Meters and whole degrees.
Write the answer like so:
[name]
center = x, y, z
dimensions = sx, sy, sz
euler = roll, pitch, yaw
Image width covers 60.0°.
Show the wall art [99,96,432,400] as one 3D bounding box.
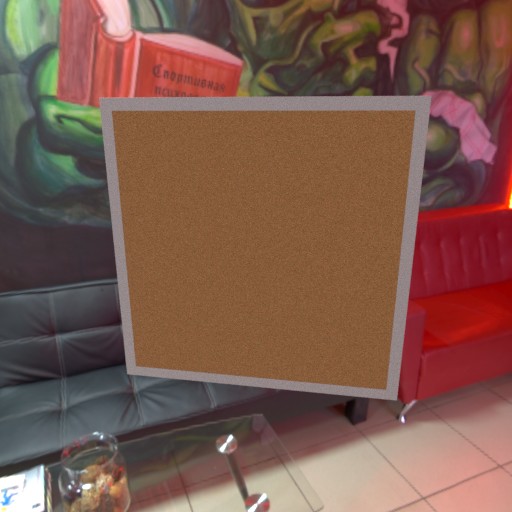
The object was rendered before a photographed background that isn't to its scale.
[wall art]
center = 0.000, 0.000, 0.676
dimensions = 0.456, 0.457, 0.009
euler = 3, 18, 9
